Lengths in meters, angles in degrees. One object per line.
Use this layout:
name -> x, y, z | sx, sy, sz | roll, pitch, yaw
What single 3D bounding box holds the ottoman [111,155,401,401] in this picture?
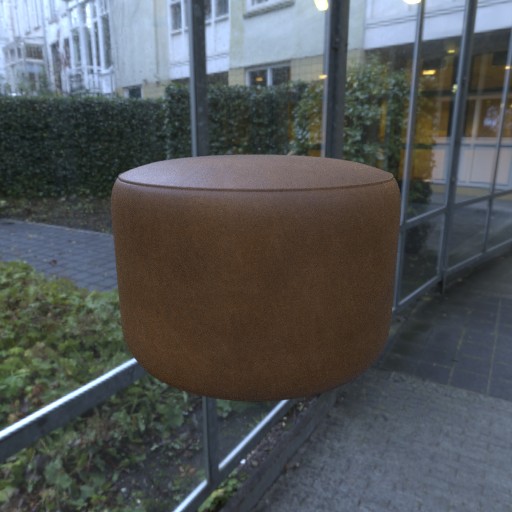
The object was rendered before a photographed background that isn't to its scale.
ottoman -> 0.000, 0.000, 1.006 | 0.607, 0.438, 0.607 | 0, 16, 0
